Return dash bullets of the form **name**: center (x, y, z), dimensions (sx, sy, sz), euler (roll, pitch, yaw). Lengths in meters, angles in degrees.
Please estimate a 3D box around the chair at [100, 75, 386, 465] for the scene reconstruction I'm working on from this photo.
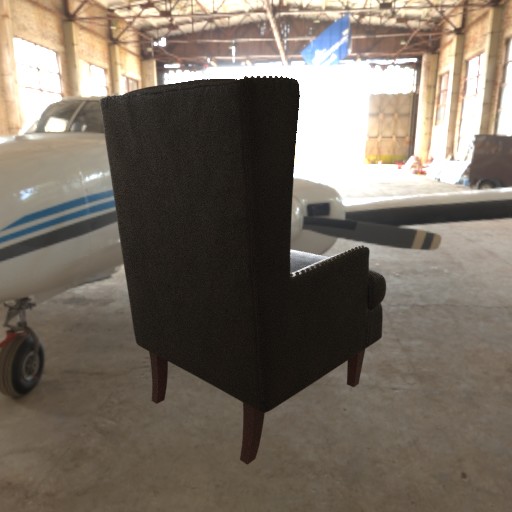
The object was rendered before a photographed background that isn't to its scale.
- **chair**: center (0.000, 0.000, 1.645), dimensions (0.703, 1.142, 0.799), euler (13, 19, 42)
